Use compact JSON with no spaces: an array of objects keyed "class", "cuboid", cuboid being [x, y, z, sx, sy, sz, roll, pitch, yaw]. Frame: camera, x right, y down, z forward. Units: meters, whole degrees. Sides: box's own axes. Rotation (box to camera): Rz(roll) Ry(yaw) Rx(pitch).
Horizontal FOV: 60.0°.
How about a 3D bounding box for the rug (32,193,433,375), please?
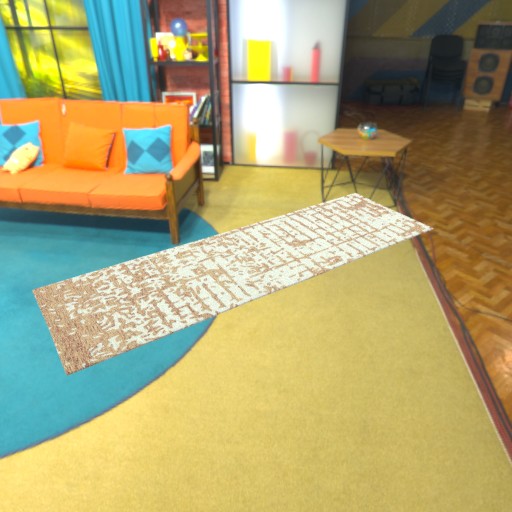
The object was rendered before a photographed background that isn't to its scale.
[{"class":"rug","cuboid":[0.000,0.000,2.730,2.435,0.011,0.750,-19,36,-28]}]
